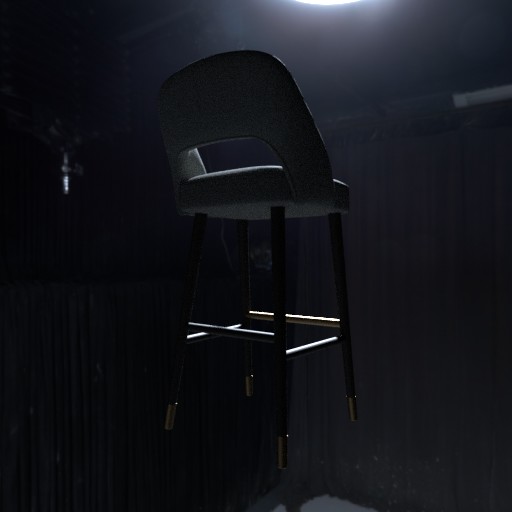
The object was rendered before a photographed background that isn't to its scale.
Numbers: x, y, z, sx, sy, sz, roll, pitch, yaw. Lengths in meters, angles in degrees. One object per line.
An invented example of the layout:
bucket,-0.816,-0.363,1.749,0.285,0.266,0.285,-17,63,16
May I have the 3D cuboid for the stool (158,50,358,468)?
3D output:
stool,0.000,0.000,1.414,0.536,1.089,0.524,0,0,37
